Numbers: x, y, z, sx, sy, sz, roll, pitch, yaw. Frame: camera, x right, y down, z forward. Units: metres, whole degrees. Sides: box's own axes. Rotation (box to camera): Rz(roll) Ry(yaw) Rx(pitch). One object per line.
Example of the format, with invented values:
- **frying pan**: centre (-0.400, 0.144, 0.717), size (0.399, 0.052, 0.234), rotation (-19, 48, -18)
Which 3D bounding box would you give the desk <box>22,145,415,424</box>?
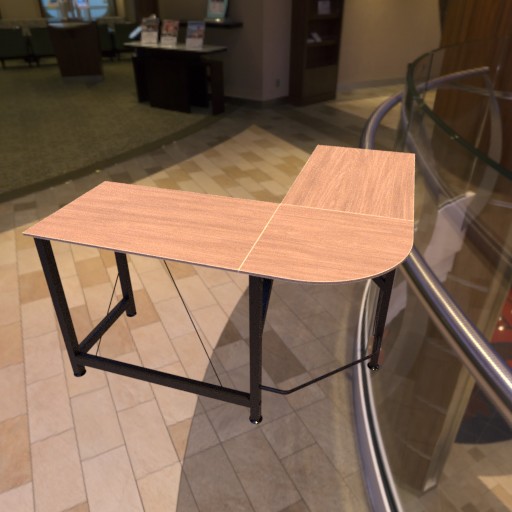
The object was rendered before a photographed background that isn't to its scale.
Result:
- **desk**: centre (0.000, 0.000, 2.252), size (1.400, 0.762, 1.400), rotation (9, 32, 15)
